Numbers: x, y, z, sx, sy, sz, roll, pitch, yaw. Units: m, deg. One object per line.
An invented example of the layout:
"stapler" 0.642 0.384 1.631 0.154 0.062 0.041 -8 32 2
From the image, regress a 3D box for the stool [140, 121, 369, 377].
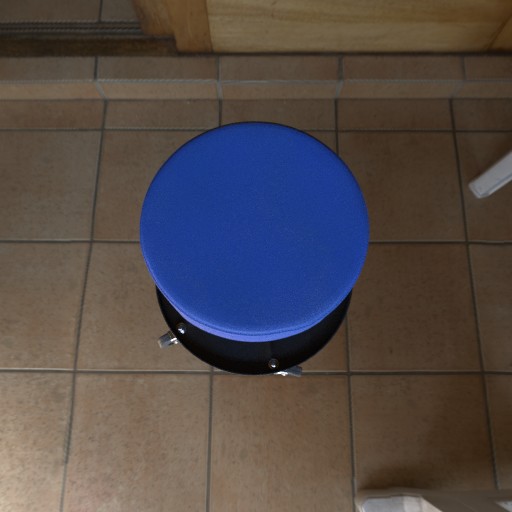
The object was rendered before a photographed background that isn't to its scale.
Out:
"stool" 0.000 0.000 0.696 0.381 0.365 0.382 -5 75 -1
